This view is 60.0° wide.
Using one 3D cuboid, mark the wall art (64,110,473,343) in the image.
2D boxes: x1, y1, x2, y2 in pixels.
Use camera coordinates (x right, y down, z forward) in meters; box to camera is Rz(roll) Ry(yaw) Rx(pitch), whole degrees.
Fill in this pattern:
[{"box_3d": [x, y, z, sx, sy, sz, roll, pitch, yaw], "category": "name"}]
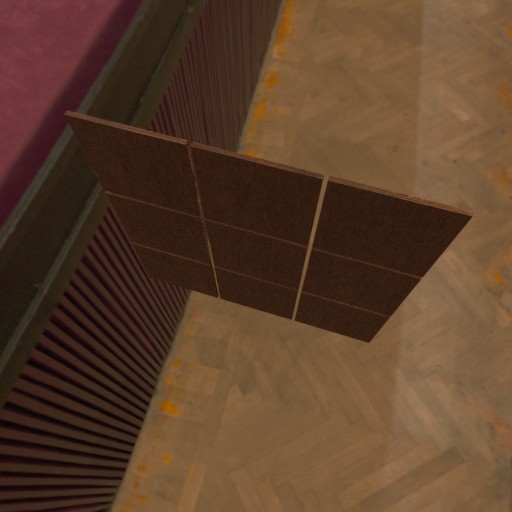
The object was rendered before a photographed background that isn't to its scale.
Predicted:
[{"box_3d": [0.000, 0.000, 1.361, 0.915, 0.914, 0.013, 16, 64, 8], "category": "wall art"}]
